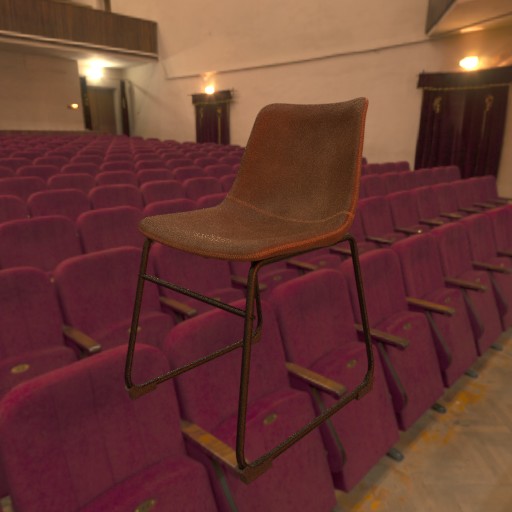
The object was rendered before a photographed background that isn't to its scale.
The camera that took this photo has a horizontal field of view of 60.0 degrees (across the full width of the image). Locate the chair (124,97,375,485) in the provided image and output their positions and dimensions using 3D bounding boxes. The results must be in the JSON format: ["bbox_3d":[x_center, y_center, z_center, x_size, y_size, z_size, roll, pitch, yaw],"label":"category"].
[{"bbox_3d":[0.000,0.000,1.135,0.460,0.780,0.551,14,20,42],"label":"chair"}]
